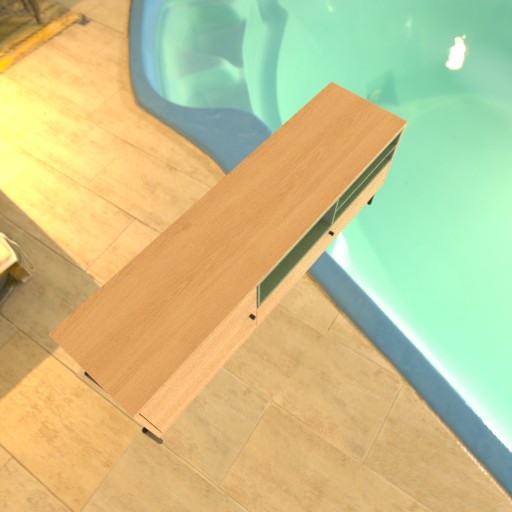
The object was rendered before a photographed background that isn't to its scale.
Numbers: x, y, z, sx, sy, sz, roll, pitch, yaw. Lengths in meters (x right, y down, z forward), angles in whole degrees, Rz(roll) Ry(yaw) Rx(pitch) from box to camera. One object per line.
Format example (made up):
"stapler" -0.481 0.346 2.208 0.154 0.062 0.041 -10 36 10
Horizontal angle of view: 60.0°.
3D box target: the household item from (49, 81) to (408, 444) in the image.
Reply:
"household item" 0.000 0.000 1.842 0.400 0.600 1.550 36 66 19
